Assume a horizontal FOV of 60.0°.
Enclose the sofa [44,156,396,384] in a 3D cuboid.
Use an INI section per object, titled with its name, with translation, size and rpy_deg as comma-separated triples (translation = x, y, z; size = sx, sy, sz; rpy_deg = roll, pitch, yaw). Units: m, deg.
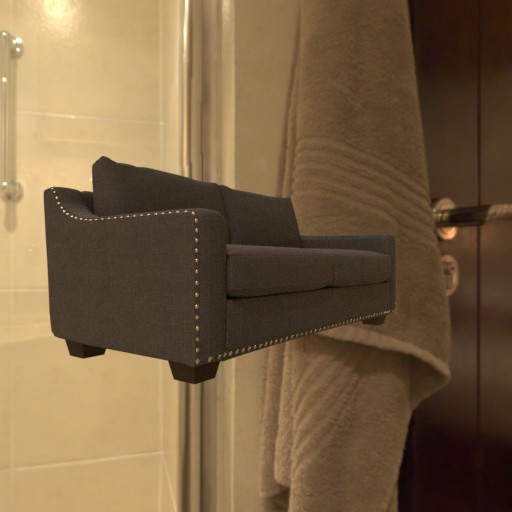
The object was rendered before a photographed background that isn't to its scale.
[sofa]
translation = 0.000, 0.000, 3.310
size = 1.336, 1.196, 2.550
rpy_deg = 0, -1, 36
